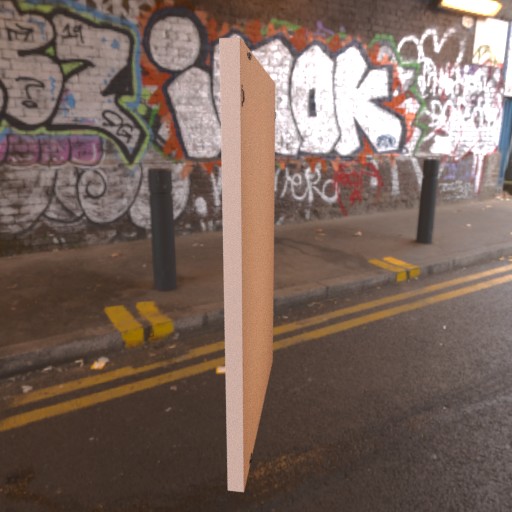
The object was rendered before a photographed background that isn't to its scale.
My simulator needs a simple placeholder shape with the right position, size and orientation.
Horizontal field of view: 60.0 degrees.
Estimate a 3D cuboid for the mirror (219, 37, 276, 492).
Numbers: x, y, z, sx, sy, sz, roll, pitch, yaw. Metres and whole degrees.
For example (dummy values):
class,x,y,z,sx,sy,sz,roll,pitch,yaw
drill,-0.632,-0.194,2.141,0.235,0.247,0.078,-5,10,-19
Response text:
class,x,y,z,sx,sy,sz,roll,pitch,yaw
mirror,0.000,0.000,1.153,0.041,0.915,0.609,2,15,8
